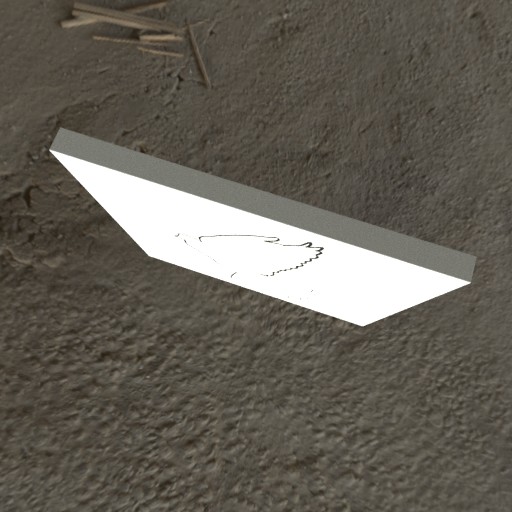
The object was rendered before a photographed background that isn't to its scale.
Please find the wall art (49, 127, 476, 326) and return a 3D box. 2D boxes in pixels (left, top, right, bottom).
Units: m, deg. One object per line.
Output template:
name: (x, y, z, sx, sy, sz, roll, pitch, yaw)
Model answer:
wall art: (0.000, 0.000, 0.908, 0.610, 0.610, 0.038, 18, 76, 4)
